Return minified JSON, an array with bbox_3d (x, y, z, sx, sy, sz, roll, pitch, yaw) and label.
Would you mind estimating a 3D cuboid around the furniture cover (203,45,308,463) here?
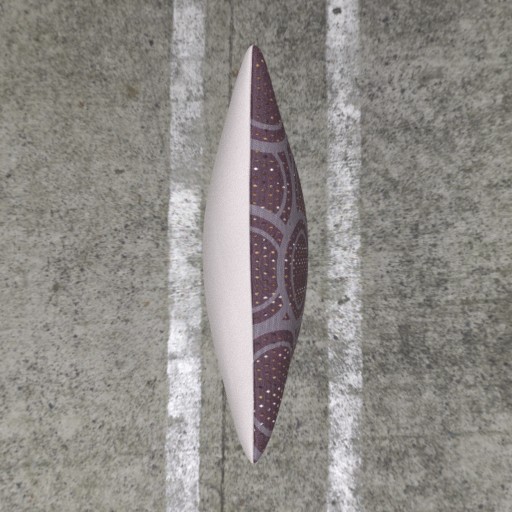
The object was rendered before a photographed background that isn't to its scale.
[{"bbox_3d":[0.000,0.000,0.829,0.193,0.509,0.552,0,90,1],"label":"furniture cover"}]
